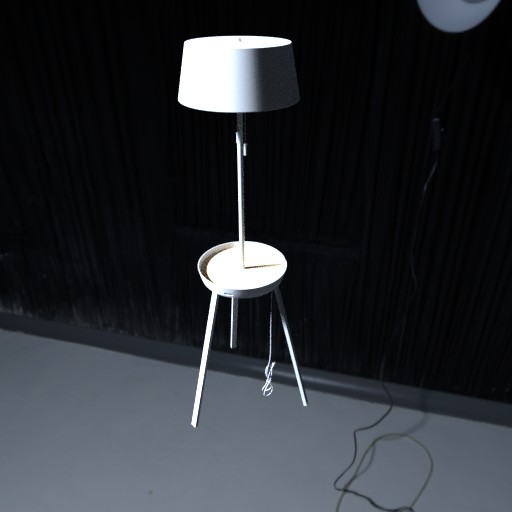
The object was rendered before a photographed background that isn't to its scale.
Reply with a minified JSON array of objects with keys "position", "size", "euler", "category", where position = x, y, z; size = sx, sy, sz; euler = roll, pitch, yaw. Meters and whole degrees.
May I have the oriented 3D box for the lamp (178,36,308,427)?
[{"position":[0.000,0.000,1.613],"size":[0.468,1.429,0.508],"euler":[9,33,14],"category":"lamp"}]
